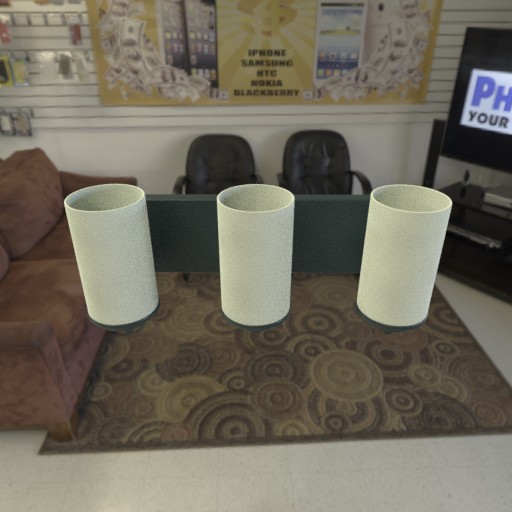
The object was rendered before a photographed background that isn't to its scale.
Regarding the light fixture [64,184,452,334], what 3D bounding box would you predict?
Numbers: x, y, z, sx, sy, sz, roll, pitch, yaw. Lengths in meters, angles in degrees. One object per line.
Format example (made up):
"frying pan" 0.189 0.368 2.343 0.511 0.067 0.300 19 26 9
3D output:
"light fixture" 0.000 0.000 0.523 0.451 0.172 0.145 0 29 0
